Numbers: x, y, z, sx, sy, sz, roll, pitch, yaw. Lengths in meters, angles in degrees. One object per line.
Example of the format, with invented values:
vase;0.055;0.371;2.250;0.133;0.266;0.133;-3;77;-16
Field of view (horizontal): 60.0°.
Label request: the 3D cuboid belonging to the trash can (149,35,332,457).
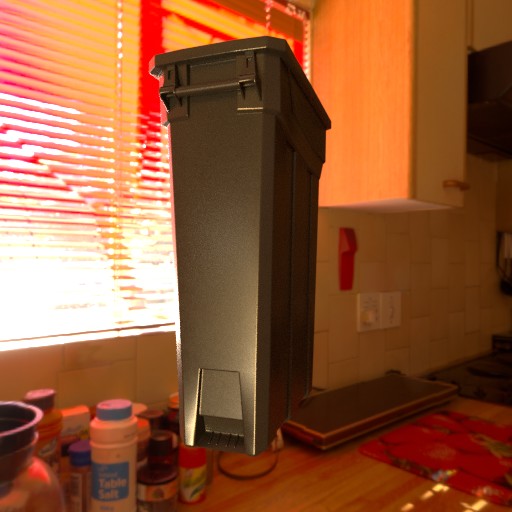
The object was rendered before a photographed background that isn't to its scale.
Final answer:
trash can;0.000;0.000;1.055;0.281;0.762;0.559;0;-1;19
